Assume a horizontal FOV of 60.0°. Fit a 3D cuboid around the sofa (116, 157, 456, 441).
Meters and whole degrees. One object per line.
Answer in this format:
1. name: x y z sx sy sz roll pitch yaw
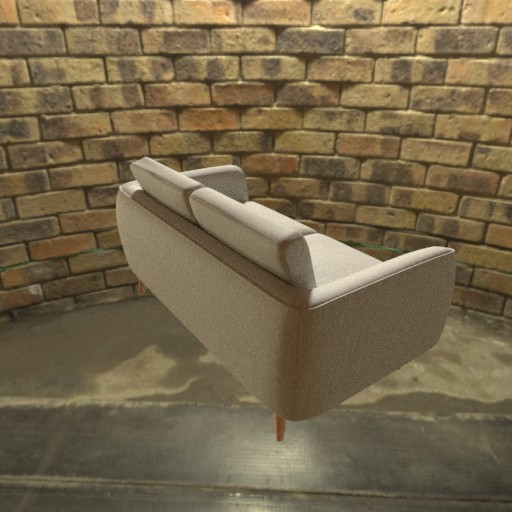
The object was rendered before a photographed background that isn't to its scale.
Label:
1. sofa: 0.000 0.000 2.265 0.920 0.850 1.700 -17 31 -31
